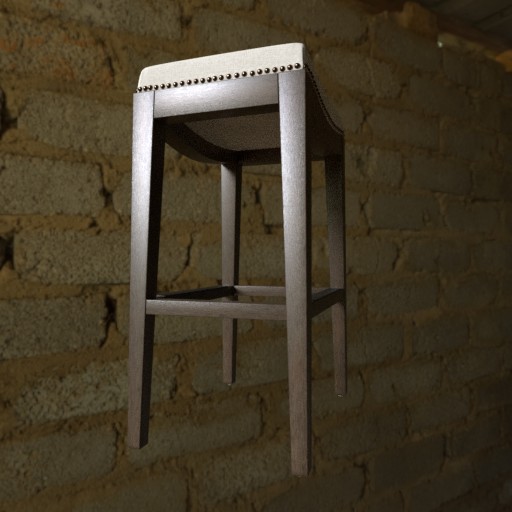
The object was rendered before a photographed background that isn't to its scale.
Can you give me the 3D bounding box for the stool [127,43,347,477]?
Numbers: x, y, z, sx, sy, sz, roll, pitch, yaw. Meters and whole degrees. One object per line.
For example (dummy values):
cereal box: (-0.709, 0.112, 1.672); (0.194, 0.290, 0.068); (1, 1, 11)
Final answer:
stool: (0.000, 0.000, 1.040); (0.358, 0.759, 0.498); (0, 0, 19)
